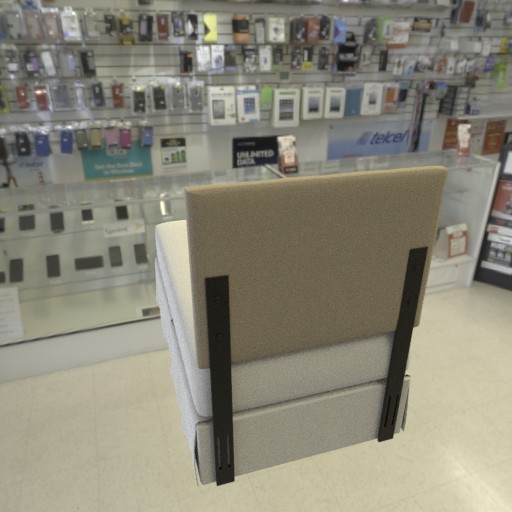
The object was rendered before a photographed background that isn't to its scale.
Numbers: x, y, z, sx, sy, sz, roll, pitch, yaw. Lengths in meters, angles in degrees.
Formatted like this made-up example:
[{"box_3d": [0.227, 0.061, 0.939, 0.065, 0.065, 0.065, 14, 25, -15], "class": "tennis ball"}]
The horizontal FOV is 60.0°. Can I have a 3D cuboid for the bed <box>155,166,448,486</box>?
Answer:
[{"box_3d": [0.000, 0.000, 2.923, 1.261, 1.571, 1.997, -8, 26, -15], "class": "bed"}]
